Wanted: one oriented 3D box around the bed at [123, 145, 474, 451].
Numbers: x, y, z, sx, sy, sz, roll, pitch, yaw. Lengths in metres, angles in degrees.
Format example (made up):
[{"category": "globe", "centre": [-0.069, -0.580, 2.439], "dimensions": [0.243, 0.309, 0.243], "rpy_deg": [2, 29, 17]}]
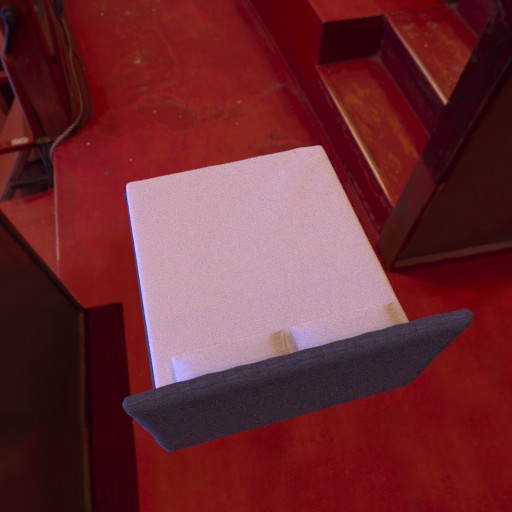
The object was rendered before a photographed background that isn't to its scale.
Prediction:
[{"category": "bed", "centre": [0.000, 0.000, 3.645], "dimensions": [2.078, 1.427, 2.387], "rpy_deg": [-13, 60, -8]}]
